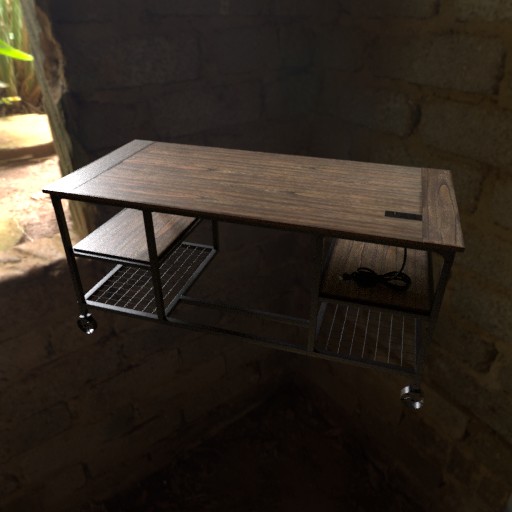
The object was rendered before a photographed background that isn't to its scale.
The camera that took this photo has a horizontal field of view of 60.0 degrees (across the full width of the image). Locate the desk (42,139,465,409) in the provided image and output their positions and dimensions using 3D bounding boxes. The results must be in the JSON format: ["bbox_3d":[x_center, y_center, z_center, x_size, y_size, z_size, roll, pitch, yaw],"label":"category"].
[{"bbox_3d":[0.000,0.000,2.037,1.590,0.751,0.711,9,32,15],"label":"desk"}]
